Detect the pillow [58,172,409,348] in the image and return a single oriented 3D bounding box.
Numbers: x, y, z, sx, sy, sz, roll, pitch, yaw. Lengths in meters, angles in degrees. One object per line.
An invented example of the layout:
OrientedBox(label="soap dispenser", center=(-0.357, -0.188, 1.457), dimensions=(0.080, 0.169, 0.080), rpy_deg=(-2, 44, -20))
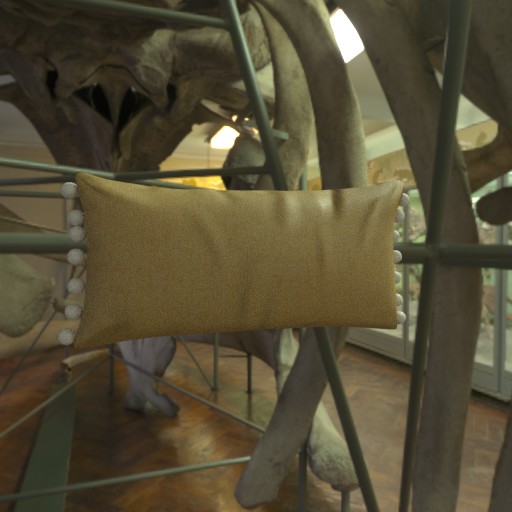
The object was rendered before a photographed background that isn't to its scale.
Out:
OrientedBox(label="pillow", center=(0.000, 0.000, 0.856), dimensions=(0.709, 0.322, 0.201), rpy_deg=(0, 1, -17))
